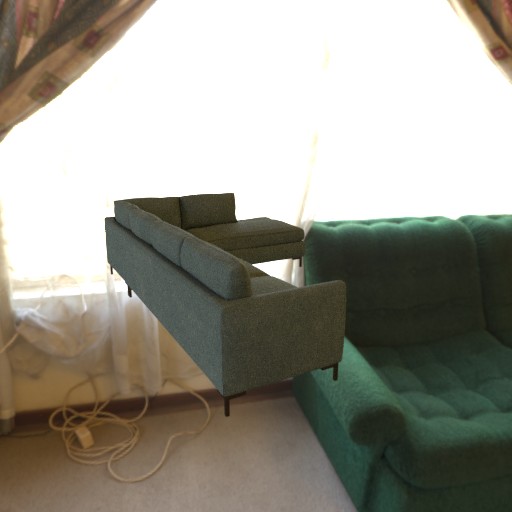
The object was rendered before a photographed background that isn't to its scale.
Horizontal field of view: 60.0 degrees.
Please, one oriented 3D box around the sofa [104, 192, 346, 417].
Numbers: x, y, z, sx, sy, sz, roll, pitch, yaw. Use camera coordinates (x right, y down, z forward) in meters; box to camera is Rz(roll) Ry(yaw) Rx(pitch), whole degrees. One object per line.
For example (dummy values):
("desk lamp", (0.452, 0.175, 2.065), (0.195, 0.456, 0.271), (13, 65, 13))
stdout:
("sofa", (0.000, 0.000, 3.879), (2.007, 0.815, 2.949), (-8, 17, -28))
